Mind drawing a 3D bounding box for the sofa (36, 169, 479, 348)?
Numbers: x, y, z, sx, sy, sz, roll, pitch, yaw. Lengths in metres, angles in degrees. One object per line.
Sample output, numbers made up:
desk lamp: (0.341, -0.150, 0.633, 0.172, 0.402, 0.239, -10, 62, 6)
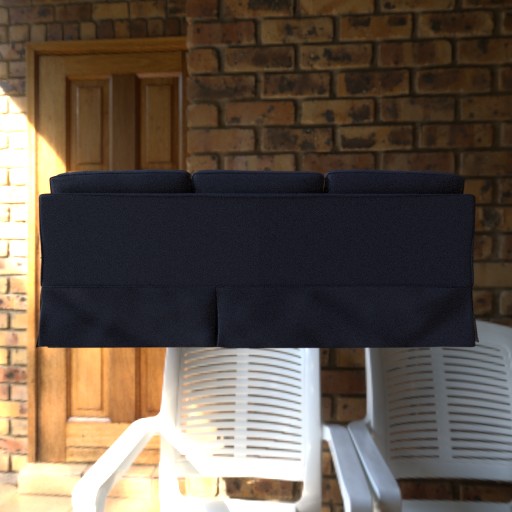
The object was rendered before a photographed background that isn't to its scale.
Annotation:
sofa: (0.000, 0.000, 3.285, 2.518, 1.039, 1.637, 0, 0, -1)
